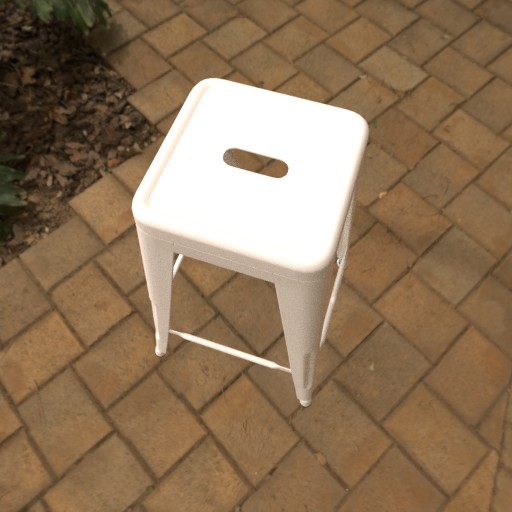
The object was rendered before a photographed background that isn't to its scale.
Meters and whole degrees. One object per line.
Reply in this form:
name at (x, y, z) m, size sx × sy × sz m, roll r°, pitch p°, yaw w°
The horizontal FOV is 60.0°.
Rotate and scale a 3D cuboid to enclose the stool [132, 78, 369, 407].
stool at (0.000, 0.000, 0.895) m, size 0.406 × 0.610 × 0.406 m, roll 17°, pitch 65°, yaw 8°
